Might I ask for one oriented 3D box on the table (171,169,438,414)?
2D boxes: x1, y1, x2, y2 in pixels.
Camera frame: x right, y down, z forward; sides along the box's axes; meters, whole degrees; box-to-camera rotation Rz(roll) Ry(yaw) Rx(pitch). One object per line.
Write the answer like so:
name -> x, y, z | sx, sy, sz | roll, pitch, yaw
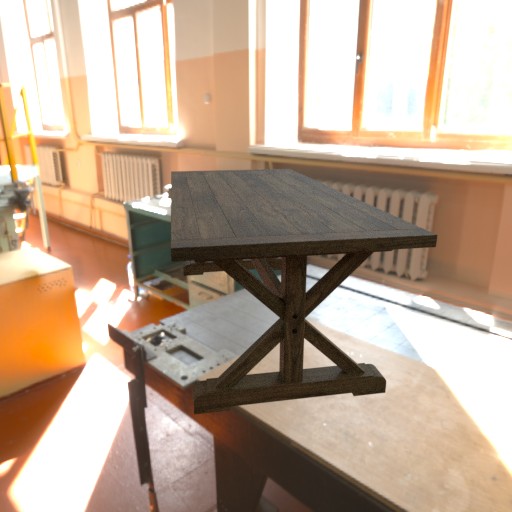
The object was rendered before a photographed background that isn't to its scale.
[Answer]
table -> 0.000, 0.000, 2.516 | 0.907, 0.733, 2.031 | -3, 18, -10
